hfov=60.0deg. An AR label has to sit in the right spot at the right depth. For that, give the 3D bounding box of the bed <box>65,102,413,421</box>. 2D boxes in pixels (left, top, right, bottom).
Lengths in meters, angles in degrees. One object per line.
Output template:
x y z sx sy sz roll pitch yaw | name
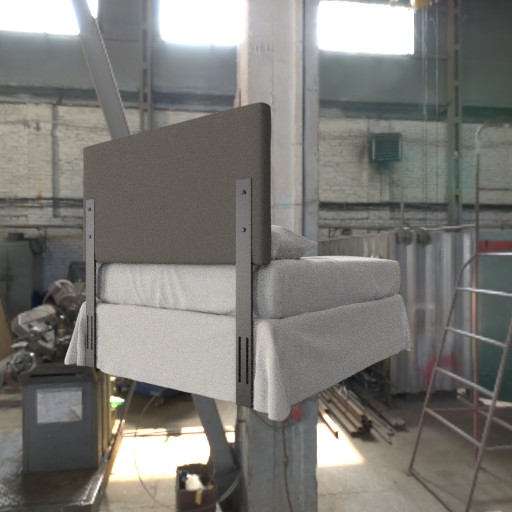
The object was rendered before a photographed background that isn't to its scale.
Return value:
0.000 0.000 3.543 1.936 1.577 2.222 0 0 37 | bed
